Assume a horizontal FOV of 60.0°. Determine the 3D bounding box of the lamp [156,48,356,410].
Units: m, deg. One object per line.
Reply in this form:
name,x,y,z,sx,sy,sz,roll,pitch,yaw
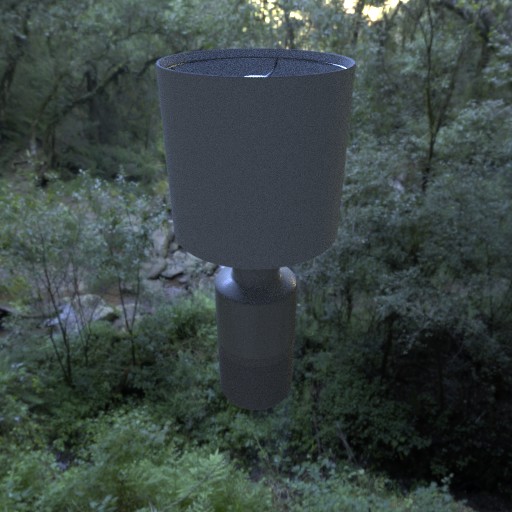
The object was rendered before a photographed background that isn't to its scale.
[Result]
lamp,0.000,0.000,0.604,0.212,0.493,0.212,8,32,14
